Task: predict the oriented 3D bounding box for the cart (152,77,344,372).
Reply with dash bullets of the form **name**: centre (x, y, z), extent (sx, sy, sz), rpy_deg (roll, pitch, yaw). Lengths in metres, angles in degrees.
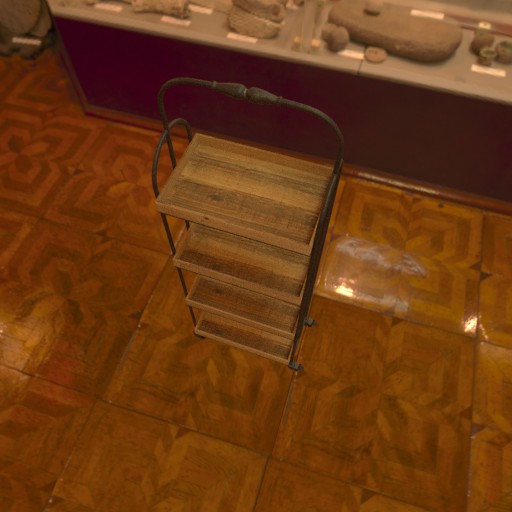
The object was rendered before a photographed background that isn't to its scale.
- **cart**: centre (0.000, 0.000, 1.667), extent (0.581, 1.481, 0.308), rpy_deg (17, 60, 10)
